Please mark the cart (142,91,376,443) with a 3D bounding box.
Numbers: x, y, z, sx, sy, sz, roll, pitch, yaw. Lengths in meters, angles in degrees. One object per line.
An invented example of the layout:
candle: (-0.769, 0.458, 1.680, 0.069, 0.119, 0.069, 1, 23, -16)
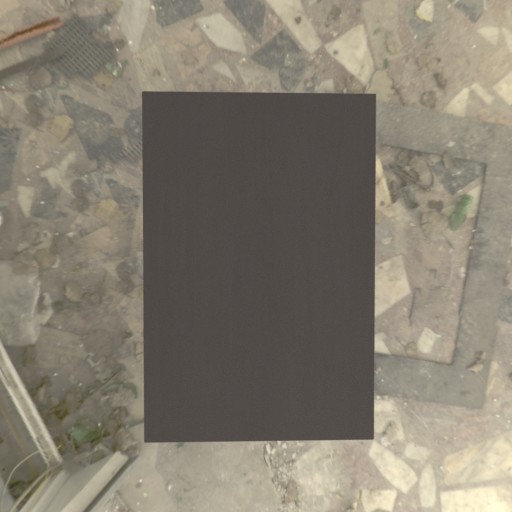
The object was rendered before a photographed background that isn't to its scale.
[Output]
cart: (0.000, 0.000, 1.274, 0.449, 0.878, 0.690, 0, 91, -2)
